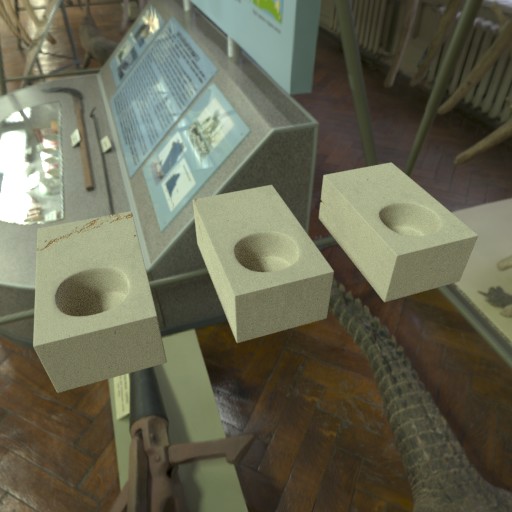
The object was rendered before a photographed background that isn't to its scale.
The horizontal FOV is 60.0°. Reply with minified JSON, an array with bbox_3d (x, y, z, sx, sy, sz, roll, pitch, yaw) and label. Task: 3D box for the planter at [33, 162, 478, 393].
[{"bbox_3d":[0.000,0.000,0.375,0.333,0.051,0.127,-13,42,-15],"label":"planter"}]
